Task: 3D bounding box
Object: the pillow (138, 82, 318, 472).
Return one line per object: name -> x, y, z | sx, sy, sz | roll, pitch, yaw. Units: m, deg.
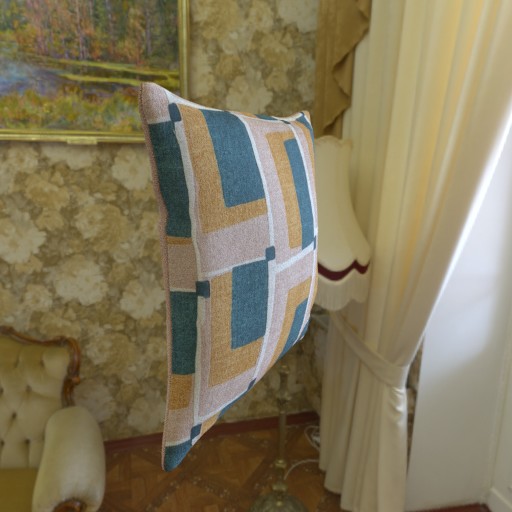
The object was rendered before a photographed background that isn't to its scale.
pillow -> 0.000, 0.000, 0.718 | 0.158, 0.479, 0.478 | 7, 16, 27
